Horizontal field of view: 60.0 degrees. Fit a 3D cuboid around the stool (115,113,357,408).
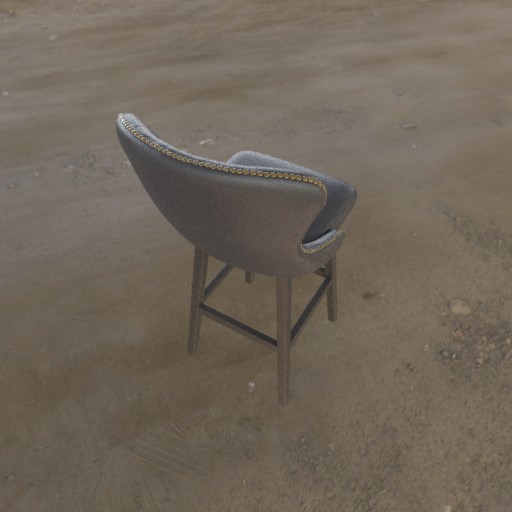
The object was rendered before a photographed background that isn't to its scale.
[{"bbox_3d":[0.000,0.000,1.392,0.528,1.050,0.601,23,50,21],"label":"stool"}]
